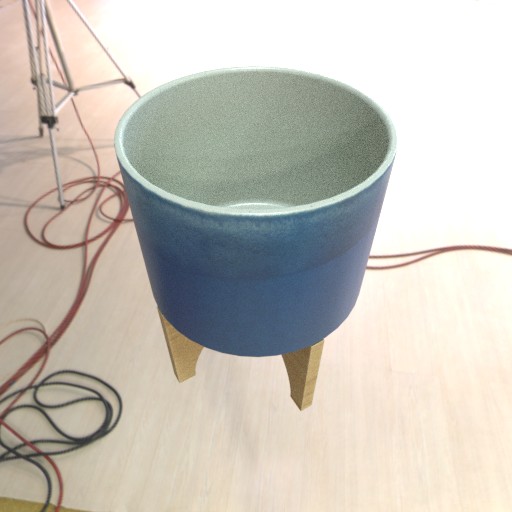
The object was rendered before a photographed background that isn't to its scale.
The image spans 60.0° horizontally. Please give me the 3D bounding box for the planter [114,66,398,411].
[{"bbox_3d":[0.000,0.000,0.401,0.192,0.263,0.192,0,46,0],"label":"planter"}]
